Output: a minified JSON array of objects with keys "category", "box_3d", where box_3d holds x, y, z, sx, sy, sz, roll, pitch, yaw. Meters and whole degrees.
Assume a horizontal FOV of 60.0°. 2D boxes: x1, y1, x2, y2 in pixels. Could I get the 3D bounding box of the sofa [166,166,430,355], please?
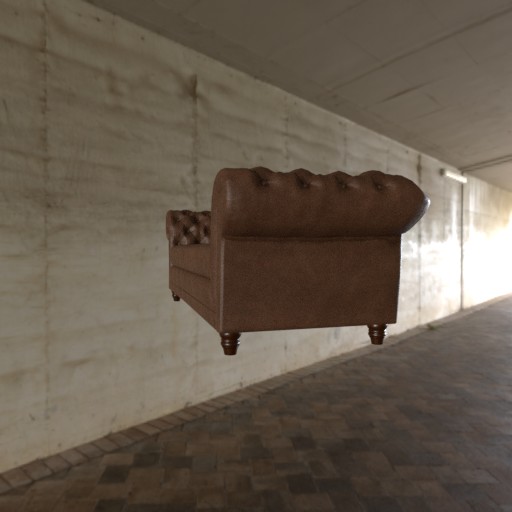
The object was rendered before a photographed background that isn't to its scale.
[{"category":"sofa","box_3d":[0.000,0.000,2.858,0.944,0.783,2.385,0,1,-17]}]
